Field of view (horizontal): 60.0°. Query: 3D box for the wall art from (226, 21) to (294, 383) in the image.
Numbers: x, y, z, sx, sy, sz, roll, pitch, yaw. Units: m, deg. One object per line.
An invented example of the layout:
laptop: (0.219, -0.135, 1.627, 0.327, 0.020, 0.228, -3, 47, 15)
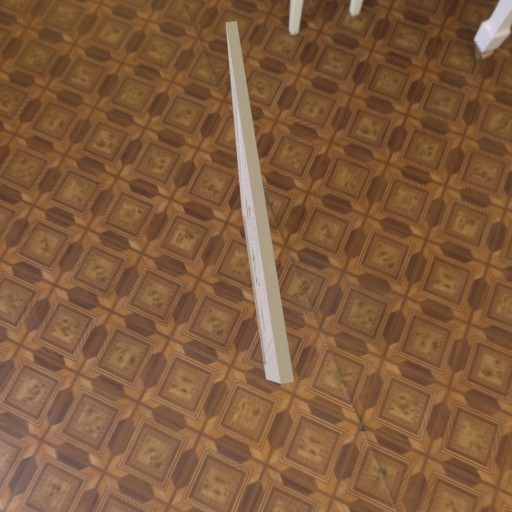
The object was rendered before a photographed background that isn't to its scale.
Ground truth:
wall art: (0.000, 0.000, 0.597, 0.010, 0.474, 0.325, -8, 75, -2)
